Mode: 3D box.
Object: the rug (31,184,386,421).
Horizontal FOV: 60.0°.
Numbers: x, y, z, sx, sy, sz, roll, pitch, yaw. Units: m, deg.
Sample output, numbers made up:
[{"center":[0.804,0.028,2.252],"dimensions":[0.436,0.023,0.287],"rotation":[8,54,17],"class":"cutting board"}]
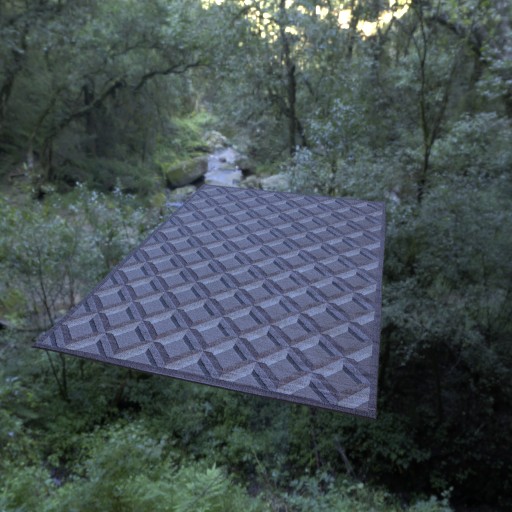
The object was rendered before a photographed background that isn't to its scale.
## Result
[{"center":[0.000,0.000,2.861],"dimensions":[1.600,0.013,2.260],"rotation":[8,31,13],"class":"rug"}]
